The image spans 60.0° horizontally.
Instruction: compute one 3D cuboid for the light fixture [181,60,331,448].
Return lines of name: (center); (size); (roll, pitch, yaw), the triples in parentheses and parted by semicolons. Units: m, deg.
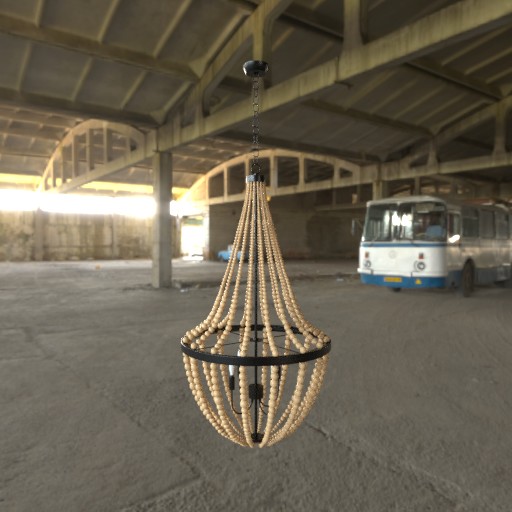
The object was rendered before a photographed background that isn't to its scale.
light fixture: (0.000, 0.000, 1.337); (0.450, 1.133, 0.450); (0, 2, 0)
